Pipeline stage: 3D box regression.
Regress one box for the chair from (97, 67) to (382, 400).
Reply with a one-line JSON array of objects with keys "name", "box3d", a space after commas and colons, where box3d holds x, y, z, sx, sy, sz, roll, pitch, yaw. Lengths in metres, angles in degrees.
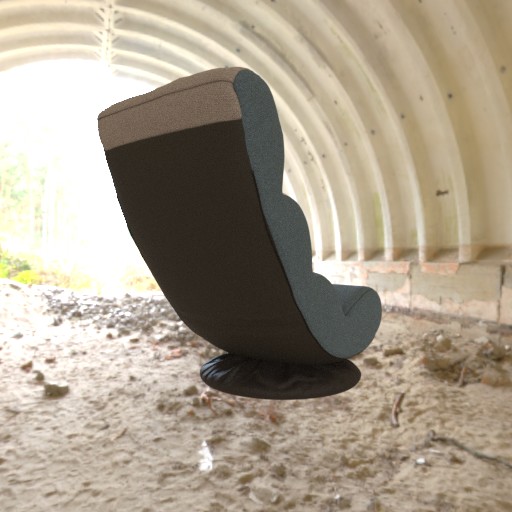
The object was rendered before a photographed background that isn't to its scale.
[{"name": "chair", "box3d": [0.000, 0.000, 1.076, 0.420, 0.641, 0.661, 0, -1, 36]}]
